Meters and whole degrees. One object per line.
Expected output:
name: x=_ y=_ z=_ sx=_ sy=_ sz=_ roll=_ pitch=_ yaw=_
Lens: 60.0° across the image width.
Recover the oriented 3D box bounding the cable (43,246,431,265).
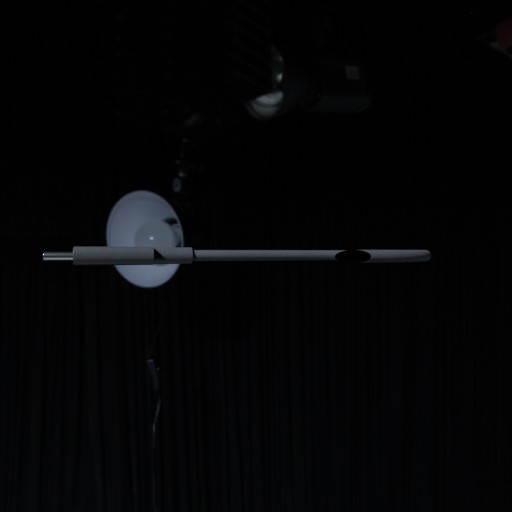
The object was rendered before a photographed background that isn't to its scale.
cable: x=0.000 y=0.000 z=0.110 sx=0.098 sy=0.005 sz=0.041 roll=0 pitch=1 yaw=-19
